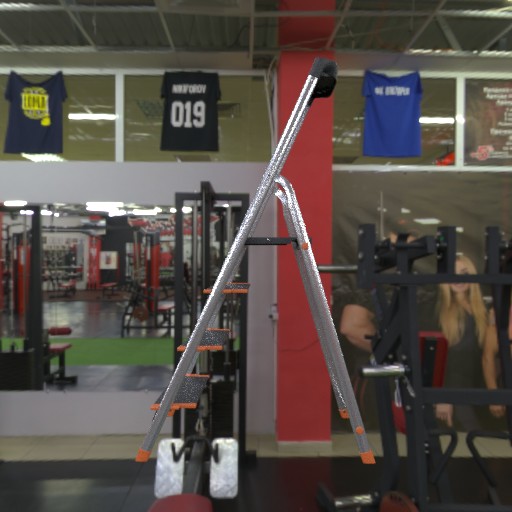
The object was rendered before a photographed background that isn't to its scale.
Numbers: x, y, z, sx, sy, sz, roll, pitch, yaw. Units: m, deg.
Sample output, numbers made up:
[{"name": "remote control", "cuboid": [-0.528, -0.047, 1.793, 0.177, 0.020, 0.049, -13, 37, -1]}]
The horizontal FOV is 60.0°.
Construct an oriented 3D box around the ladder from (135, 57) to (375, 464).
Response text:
[{"name": "ladder", "cuboid": [0.000, 0.000, 1.753, 0.834, 1.429, 0.452, 0, 0, 1]}]
